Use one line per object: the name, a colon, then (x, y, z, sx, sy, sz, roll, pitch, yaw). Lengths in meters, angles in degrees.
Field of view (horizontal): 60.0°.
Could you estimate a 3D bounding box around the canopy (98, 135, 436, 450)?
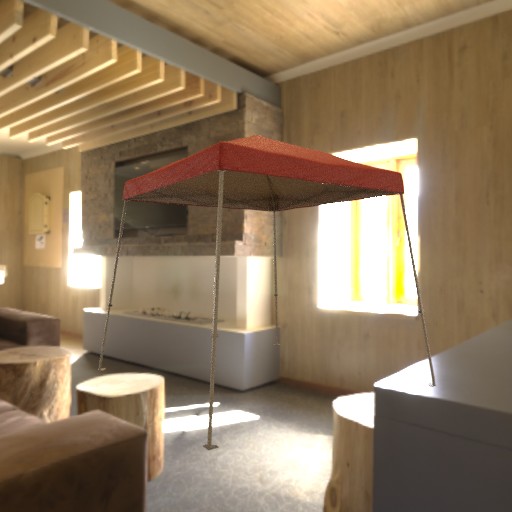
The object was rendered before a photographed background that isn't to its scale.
canopy: (0.000, 0.000, 6.596, 3.599, 3.600, 3.600, 0, 0, -35)
